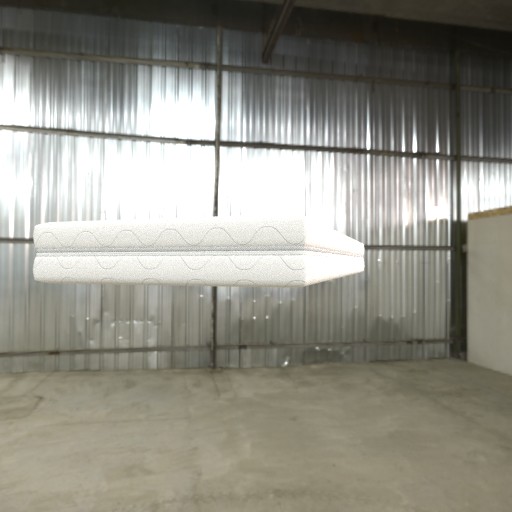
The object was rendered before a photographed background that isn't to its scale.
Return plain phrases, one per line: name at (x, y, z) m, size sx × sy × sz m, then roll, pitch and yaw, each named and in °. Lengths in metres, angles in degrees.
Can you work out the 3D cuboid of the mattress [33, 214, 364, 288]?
mattress at (0.000, 0.000, 2.193) m, size 0.900 × 0.200 × 1.900 m, roll 0°, pitch -1°, yaw 18°
